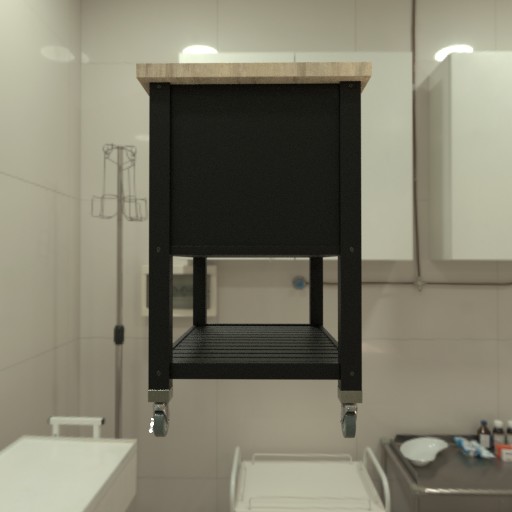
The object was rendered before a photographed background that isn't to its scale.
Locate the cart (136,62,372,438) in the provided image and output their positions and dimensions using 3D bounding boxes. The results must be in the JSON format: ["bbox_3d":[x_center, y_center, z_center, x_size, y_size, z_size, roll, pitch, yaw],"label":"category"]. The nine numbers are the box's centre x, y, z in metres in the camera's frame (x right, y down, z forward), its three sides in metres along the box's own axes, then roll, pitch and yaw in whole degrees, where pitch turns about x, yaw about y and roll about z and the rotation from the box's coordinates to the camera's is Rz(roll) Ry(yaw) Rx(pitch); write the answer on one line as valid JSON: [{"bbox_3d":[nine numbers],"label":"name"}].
[{"bbox_3d":[0.000,0.000,1.459,0.567,0.920,0.797,0,-1,1],"label":"cart"}]
